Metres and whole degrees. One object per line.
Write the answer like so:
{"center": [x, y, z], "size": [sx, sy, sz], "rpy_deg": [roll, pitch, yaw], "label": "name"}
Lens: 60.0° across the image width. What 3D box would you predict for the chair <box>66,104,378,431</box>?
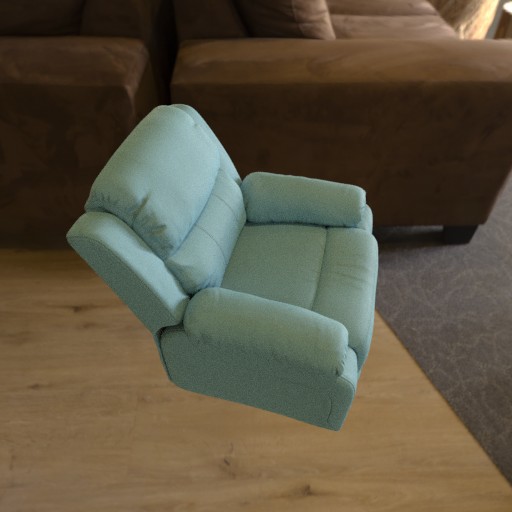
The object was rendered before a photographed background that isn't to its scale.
{"center": [0.000, 0.000, 1.271], "size": [0.709, 0.702, 0.680], "rpy_deg": [10, 47, 10], "label": "chair"}
